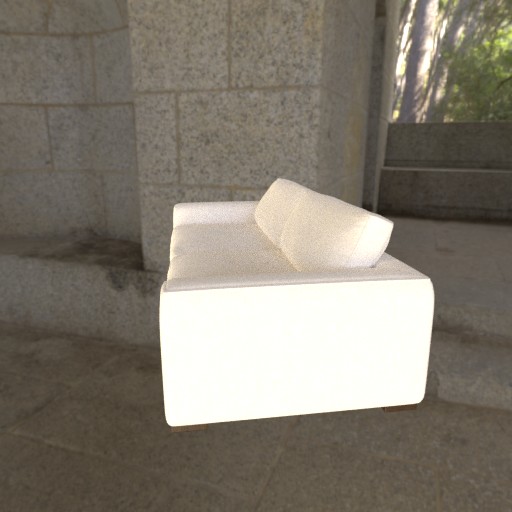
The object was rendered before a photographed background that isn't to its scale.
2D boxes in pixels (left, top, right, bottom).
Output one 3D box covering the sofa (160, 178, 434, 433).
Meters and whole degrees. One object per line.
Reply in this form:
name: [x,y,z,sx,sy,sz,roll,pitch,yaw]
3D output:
sofa: [0.000,0.000,2.710,1.070,0.801,2.262,-2,15,-9]
